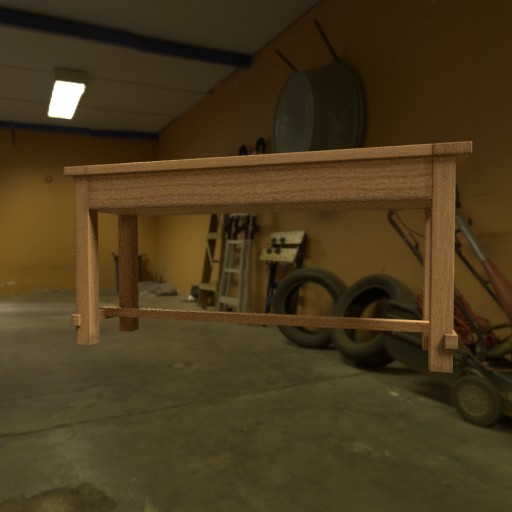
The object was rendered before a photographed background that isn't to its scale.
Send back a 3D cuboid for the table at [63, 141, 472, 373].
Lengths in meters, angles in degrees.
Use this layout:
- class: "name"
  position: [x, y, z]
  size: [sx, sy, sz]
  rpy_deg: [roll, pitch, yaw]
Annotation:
- class: "table"
  position: [0.000, 0.000, 1.885]
  size: [1.599, 0.762, 0.442]
  rpy_deg: [0, 1, 17]
